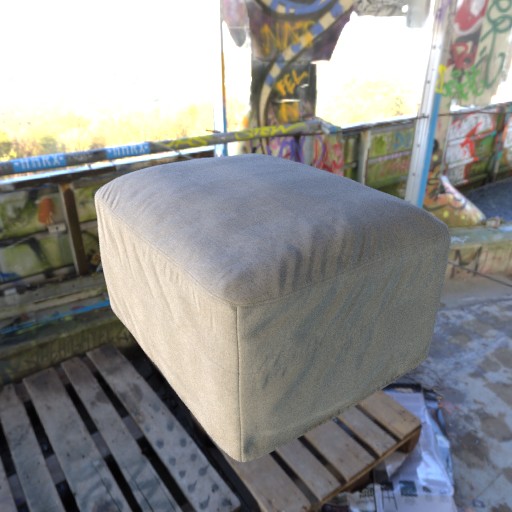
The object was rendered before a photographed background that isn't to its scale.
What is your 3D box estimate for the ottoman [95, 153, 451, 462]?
[{"bbox_3d":[0.000,0.000,1.271,0.683,0.481,0.837,-18,32,-31],"label":"ottoman"}]
